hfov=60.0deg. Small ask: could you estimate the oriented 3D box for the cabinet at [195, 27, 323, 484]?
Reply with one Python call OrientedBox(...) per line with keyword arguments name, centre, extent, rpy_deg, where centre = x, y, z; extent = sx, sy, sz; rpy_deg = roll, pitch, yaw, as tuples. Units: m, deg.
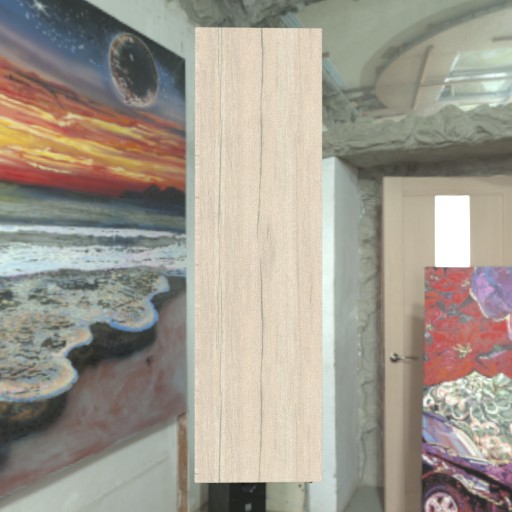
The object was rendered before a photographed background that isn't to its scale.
OrientedBox(name="cabinet", centre=(0.000, 0.000, 2.712), extent=(0.580, 2.070, 1.400), rpy_deg=(0, 0, -1))
